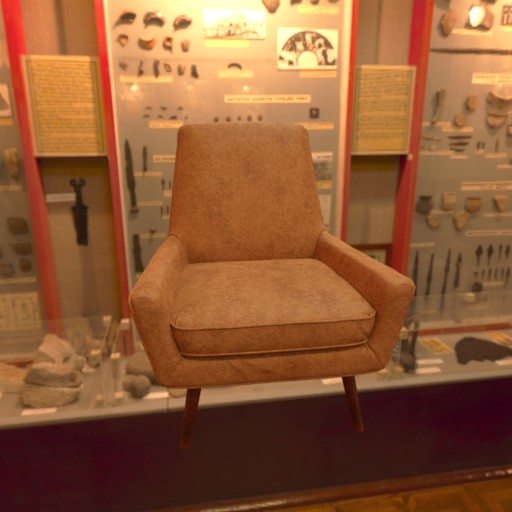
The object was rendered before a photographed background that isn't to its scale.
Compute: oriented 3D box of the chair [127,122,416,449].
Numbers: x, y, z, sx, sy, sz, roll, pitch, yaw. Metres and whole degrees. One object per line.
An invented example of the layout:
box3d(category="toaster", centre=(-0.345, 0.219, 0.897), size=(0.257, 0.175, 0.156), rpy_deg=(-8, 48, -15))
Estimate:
box3d(category="chair", centre=(0.000, 0.000, 1.522), size=(0.753, 0.883, 0.851), rpy_deg=(-2, 17, -8))
